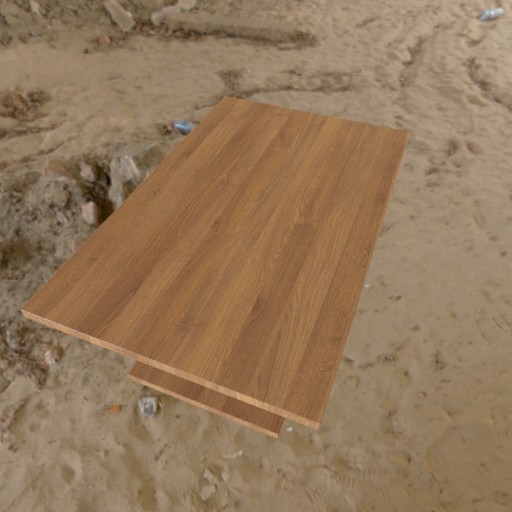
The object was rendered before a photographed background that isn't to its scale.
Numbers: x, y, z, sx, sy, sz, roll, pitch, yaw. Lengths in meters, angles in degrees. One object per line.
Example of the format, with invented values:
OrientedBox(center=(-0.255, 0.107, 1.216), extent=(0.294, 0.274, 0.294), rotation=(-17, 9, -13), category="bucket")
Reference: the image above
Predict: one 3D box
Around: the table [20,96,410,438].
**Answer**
OrientedBox(center=(0.000, 0.000, 1.418), extent=(0.700, 0.442, 1.100), rotation=(16, 48, 15), category="table")
